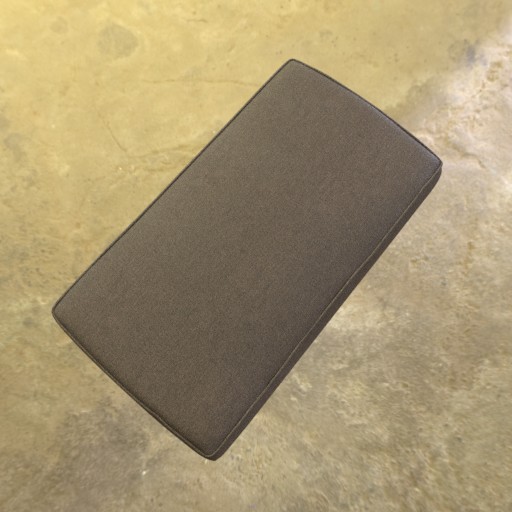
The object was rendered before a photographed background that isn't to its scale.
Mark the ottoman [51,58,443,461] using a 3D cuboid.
[{"bbox_3d":[0.000,0.000,1.159,0.490,0.448,0.864,39,78,10],"label":"ottoman"}]
